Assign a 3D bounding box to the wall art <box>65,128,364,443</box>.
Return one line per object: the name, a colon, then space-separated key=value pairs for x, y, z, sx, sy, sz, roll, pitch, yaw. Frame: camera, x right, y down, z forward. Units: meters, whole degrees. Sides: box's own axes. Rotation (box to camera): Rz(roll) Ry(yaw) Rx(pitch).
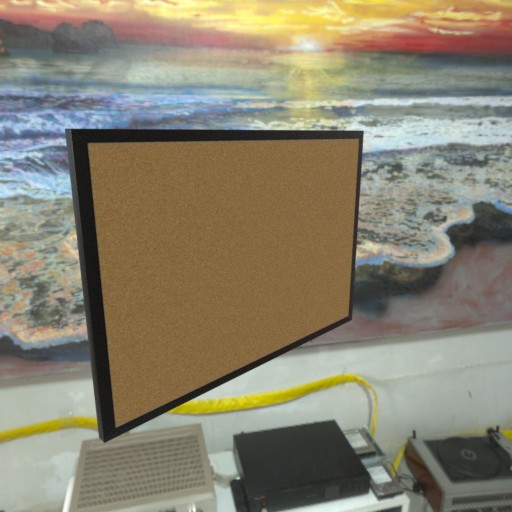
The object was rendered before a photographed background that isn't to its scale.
wall art: x=0.000 y=0.000 z=0.560 sx=0.440 sy=0.306 sz=0.013 roll=-15 pitch=21 yaw=-42
